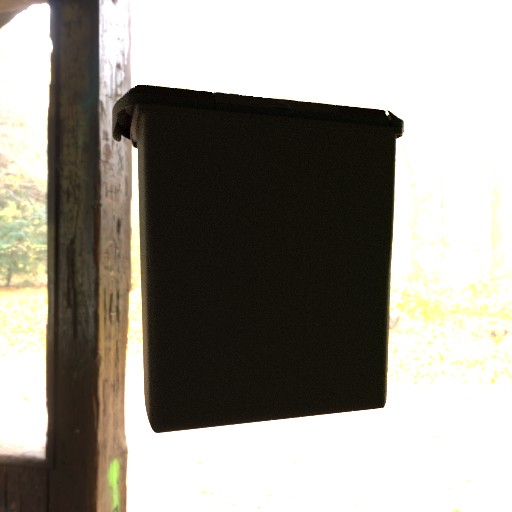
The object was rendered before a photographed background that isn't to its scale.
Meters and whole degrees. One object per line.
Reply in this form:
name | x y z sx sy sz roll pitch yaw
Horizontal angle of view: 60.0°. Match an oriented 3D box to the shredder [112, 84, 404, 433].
shredder | 0.000 0.000 0.520 0.320 0.335 0.170 0 0 -16
